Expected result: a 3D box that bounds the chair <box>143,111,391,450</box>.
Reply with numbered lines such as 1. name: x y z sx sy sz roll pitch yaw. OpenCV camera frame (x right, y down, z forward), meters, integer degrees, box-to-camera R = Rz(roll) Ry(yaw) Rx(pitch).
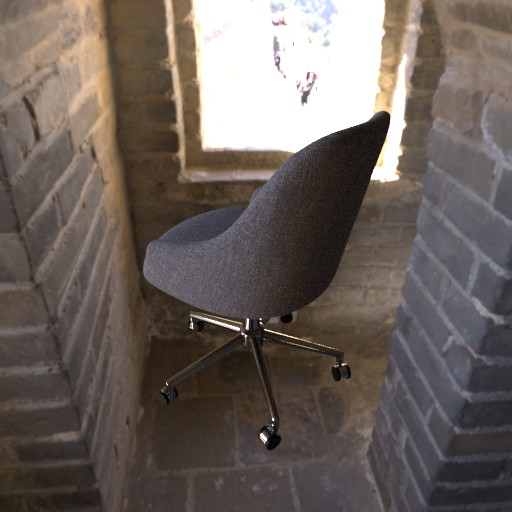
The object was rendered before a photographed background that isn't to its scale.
1. chair: 0.000 0.000 1.415 0.712 0.950 0.671 20 36 31
